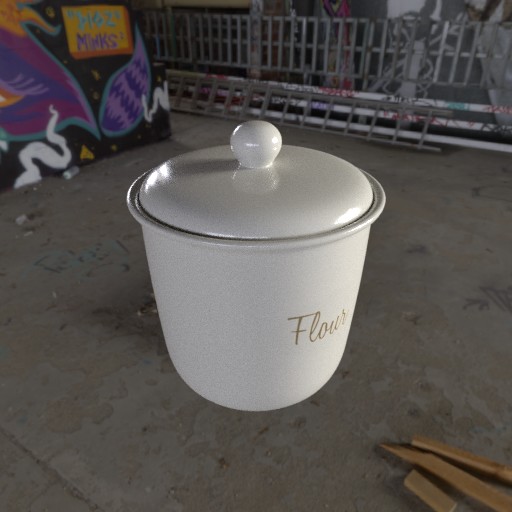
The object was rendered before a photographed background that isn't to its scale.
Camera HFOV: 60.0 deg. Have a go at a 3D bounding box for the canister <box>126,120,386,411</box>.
[{"bbox_3d":[0.000,0.000,0.350,0.182,0.208,0.182,0,30,0],"label":"canister"}]
